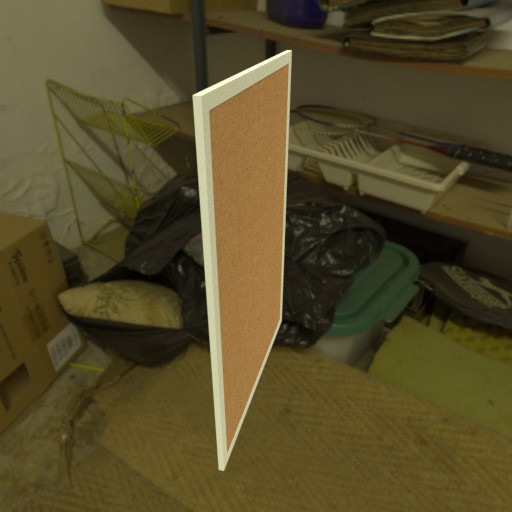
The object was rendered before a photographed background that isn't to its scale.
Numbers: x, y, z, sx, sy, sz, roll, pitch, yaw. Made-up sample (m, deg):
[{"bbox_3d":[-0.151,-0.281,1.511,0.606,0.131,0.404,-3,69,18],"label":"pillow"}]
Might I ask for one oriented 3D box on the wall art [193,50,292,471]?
[{"bbox_3d":[0.000,0.000,1.218,0.015,0.965,0.660,9,32,14],"label":"wall art"}]
